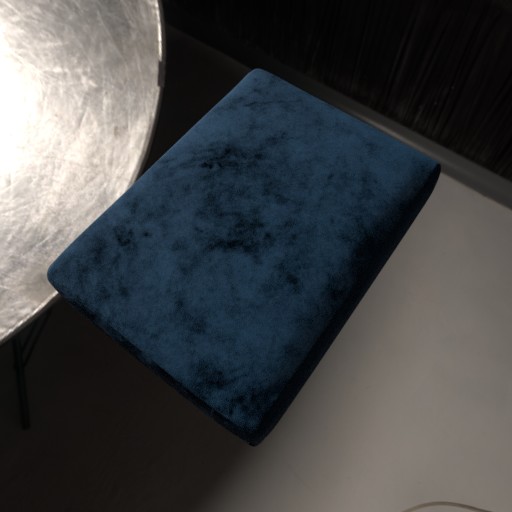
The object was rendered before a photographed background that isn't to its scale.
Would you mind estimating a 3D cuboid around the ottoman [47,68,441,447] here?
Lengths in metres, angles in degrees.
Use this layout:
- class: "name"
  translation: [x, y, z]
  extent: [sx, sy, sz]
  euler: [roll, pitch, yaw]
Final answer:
- class: "ottoman"
  translation: [0.000, 0.000, 1.155]
  extent: [0.572, 0.503, 0.773]
  euler: [33, 68, 15]
